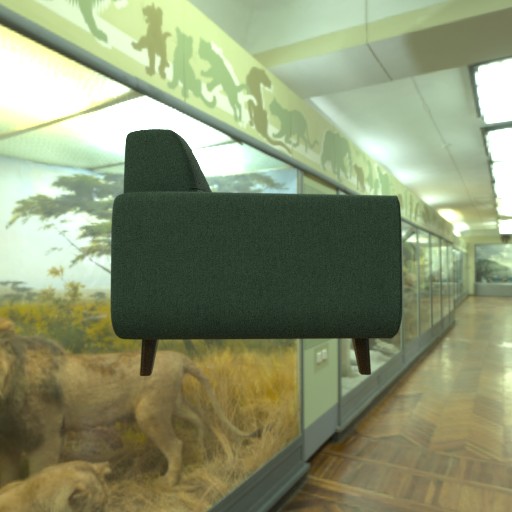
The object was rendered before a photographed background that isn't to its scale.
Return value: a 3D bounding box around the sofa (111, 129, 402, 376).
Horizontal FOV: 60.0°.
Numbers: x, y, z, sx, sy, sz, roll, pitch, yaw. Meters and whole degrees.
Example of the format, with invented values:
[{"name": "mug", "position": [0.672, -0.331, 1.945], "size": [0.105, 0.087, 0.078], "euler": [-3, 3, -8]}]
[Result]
[{"name": "sofa", "position": [0.000, 0.000, 2.145], "size": [0.909, 0.841, 1.631], "euler": [0, -1, -1]}]
